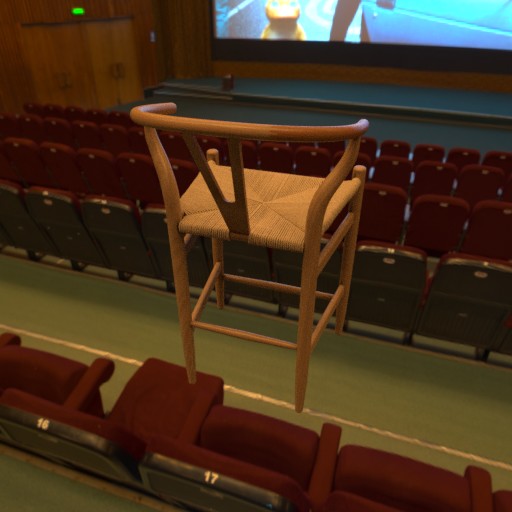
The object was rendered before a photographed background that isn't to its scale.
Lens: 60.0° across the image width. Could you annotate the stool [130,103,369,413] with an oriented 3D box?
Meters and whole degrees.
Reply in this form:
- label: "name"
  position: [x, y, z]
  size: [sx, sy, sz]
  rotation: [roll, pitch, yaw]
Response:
- label: "stool"
  position: [0.000, 0.000, 1.287]
  size: [0.536, 0.923, 0.575]
  rotation: [10, 34, 15]
